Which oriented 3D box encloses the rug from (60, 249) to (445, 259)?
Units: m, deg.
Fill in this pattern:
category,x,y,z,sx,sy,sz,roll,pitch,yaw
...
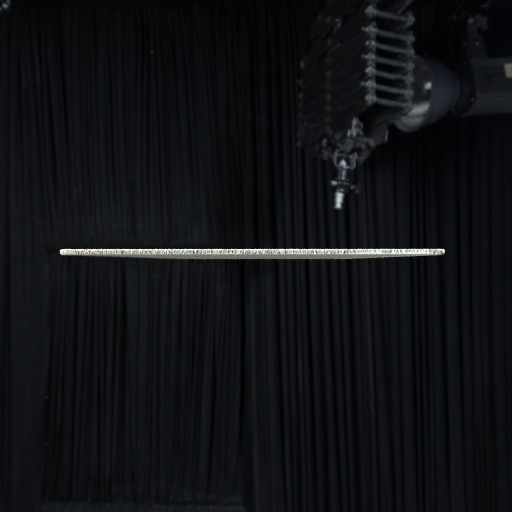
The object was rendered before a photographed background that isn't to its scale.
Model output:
category,x,y,z,sx,sy,sz,roll,pitch,yaw
rug,0.000,0.000,3.376,1.798,0.025,2.698,0,-1,1
